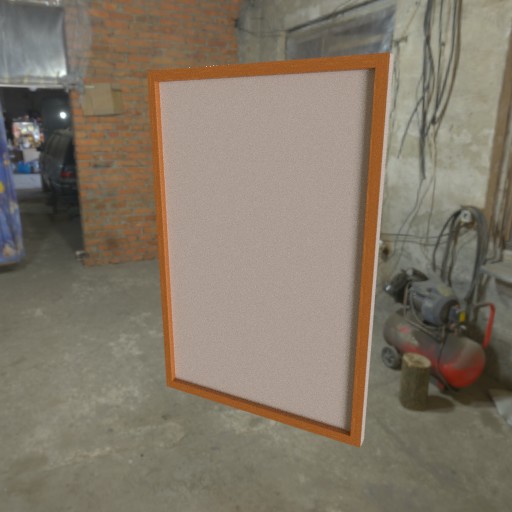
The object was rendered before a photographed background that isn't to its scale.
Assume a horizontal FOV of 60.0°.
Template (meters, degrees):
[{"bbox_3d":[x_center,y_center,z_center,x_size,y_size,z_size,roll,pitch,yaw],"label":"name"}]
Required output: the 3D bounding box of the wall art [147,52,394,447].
[{"bbox_3d":[0.000,0.000,1.141,0.610,0.916,0.037,8,18,26],"label":"wall art"}]
